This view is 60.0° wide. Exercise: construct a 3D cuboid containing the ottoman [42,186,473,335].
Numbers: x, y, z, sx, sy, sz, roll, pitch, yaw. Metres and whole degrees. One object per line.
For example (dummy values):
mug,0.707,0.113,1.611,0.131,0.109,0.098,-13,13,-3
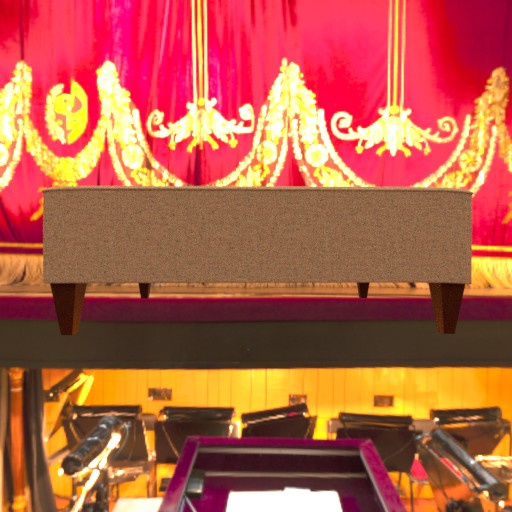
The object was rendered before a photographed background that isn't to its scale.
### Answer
ottoman,0.000,0.000,1.220,0.835,0.303,0.736,0,1,-1
